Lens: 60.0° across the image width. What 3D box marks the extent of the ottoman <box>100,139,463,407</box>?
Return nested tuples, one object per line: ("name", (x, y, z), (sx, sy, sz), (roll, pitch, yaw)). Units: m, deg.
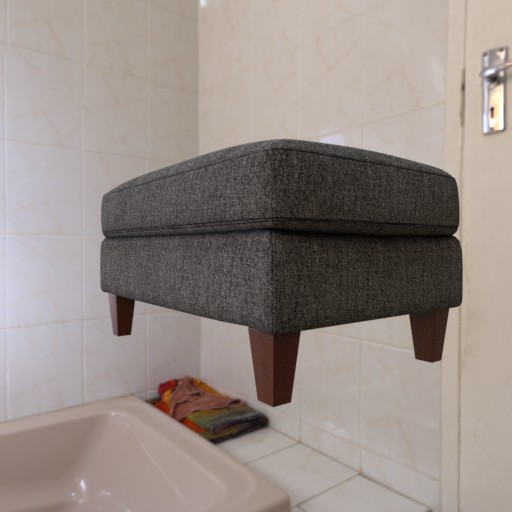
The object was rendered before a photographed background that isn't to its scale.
("ottoman", (0.000, 0.000, 1.188), (0.584, 0.483, 0.864), (-1, 1, -37))
